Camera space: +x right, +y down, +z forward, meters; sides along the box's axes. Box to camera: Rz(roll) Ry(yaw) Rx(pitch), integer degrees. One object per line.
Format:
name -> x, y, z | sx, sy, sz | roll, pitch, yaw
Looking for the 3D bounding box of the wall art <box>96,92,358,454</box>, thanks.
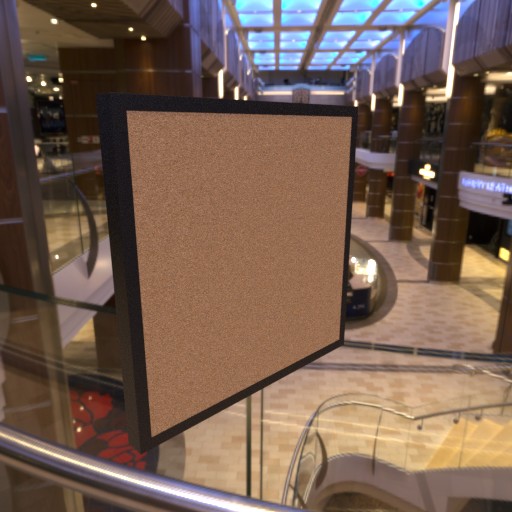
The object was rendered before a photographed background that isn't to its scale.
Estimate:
wall art -> 0.000, 0.000, 0.771 | 0.508, 0.508, 0.038 | -15, 22, -41
